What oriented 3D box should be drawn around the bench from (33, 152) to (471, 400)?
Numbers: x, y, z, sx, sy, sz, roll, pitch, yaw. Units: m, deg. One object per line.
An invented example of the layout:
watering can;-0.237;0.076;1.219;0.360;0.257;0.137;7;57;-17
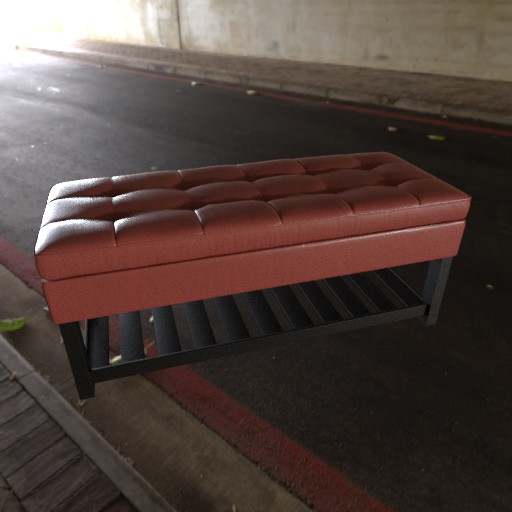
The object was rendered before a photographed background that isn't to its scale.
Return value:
bench;0.000;0.000;1.333;1.105;0.460;0.432;-9;31;-14
